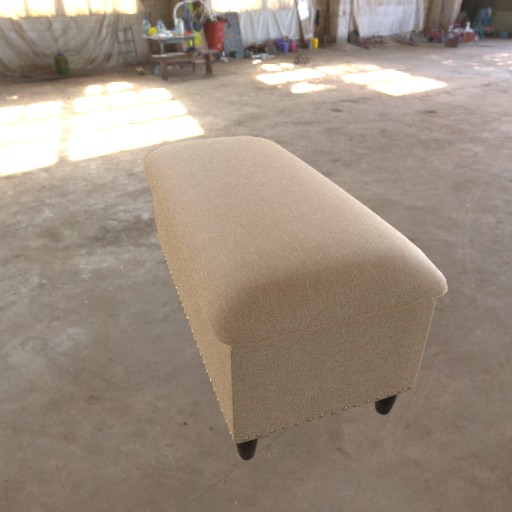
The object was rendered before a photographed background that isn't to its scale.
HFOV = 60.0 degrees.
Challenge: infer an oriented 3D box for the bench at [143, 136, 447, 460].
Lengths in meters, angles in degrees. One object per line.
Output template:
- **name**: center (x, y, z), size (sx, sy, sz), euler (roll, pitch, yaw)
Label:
- **bench**: center (0.000, 0.000, 1.258), size (0.483, 0.483, 0.991), euler (-11, 32, -17)
